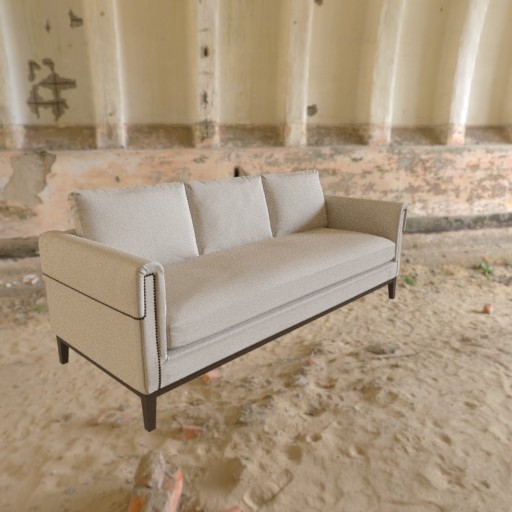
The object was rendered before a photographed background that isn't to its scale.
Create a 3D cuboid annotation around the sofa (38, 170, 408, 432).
[{"bbox_3d":[0.000,0.000,2.686,0.902,0.911,2.198,14,20,42],"label":"sofa"}]
